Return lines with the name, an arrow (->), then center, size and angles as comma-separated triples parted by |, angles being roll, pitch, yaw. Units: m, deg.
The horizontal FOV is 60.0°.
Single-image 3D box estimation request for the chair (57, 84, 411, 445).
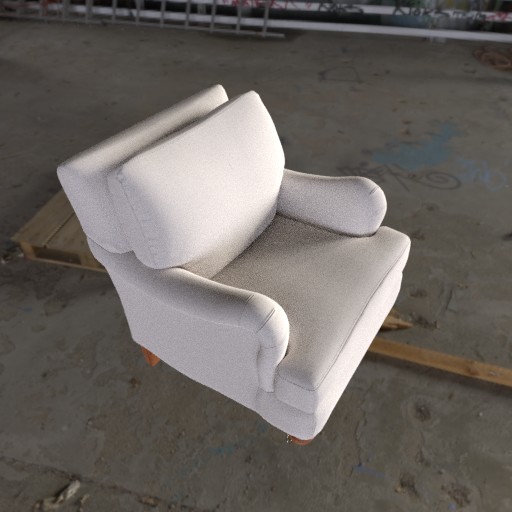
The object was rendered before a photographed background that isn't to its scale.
chair -> 0.000, 0.000, 1.845 | 1.070, 1.038, 0.955 | 24, 47, 24
